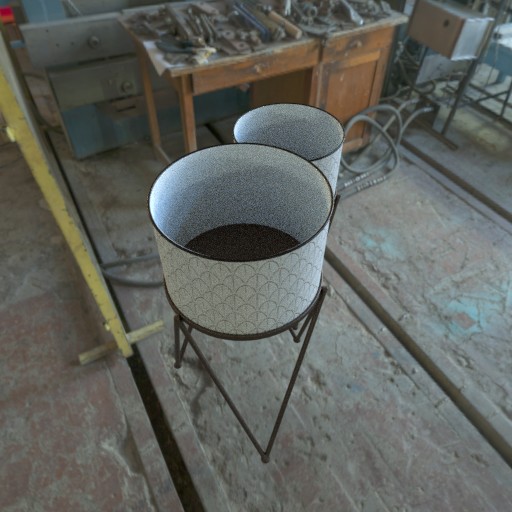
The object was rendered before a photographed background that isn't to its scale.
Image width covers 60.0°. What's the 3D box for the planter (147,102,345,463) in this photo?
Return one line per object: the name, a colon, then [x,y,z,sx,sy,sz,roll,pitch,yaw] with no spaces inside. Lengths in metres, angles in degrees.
planter: [0.000,0.000,1.176,0.413,0.712,0.769,12,48,11]
